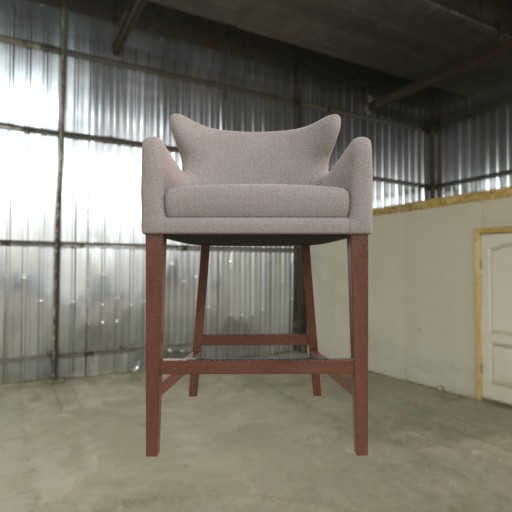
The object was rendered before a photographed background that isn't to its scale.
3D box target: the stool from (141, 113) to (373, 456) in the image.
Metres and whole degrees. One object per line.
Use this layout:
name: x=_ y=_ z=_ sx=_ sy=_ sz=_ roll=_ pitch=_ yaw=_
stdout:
stool: x=0.000 y=0.000 z=1.333 sx=0.575 sy=0.951 sz=0.575 roll=0 pitch=-1 yaw=-1
